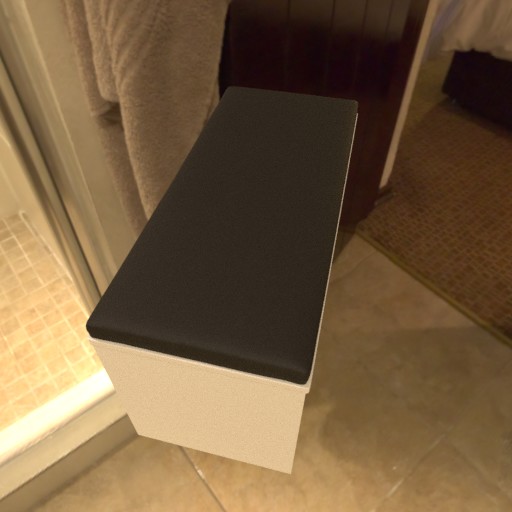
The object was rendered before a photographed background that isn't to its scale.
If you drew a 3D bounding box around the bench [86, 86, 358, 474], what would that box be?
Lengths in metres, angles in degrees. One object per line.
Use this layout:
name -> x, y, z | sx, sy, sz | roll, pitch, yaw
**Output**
bench -> 0.000, 0.000, 1.200 | 0.401, 0.500, 0.899 | 10, 48, 9
